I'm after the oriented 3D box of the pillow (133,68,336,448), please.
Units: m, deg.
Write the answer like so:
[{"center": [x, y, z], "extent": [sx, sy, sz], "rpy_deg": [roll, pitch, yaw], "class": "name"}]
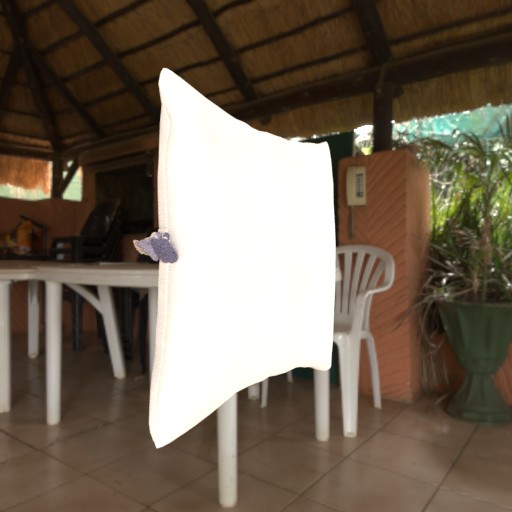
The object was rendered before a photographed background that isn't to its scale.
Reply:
[{"center": [0.000, 0.000, 0.755], "extent": [0.165, 0.481, 0.489], "rpy_deg": [0, 0, 36], "class": "pillow"}]
